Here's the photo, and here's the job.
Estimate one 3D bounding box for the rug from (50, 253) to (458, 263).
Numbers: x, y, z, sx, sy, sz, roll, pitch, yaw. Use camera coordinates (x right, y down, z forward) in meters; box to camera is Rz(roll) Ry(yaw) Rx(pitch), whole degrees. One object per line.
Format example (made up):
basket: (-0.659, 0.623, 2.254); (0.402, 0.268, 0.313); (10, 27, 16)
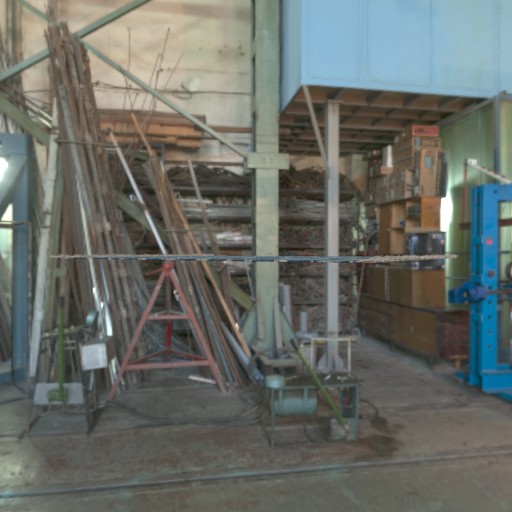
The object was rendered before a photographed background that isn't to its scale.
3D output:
rug: (0.000, 0.000, 4.406); (3.307, 0.047, 2.418); (0, 1, 35)
